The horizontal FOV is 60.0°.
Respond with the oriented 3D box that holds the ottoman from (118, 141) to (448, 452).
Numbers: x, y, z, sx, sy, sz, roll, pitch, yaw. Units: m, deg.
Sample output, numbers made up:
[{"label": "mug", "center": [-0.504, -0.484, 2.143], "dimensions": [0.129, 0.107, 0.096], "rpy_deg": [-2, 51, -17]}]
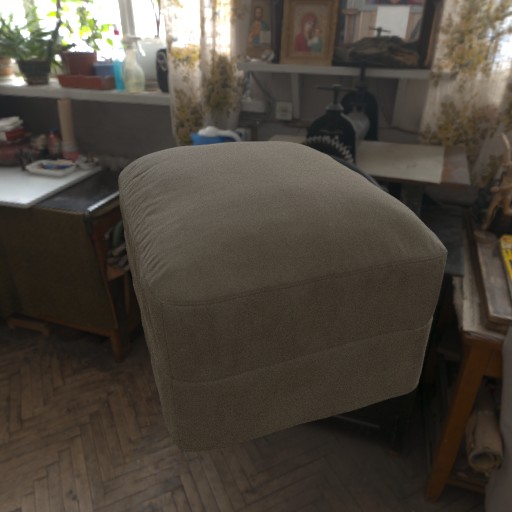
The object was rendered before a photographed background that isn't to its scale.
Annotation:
[{"label": "ottoman", "center": [0.000, 0.000, 1.081], "dimensions": [0.584, 0.480, 0.712], "rpy_deg": [-10, 31, -17]}]
